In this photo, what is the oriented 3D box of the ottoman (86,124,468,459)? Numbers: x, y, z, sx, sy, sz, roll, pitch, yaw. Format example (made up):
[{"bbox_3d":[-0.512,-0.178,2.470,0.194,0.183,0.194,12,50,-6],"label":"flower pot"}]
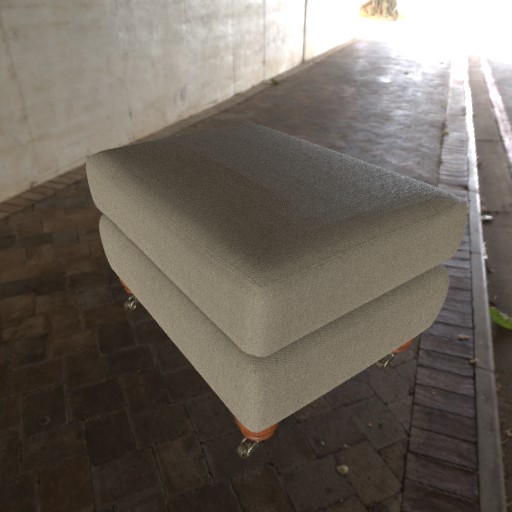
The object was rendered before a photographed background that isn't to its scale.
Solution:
[{"bbox_3d":[0.000,0.000,1.121,0.569,0.504,0.773,-20,37,-30],"label":"ottoman"}]
